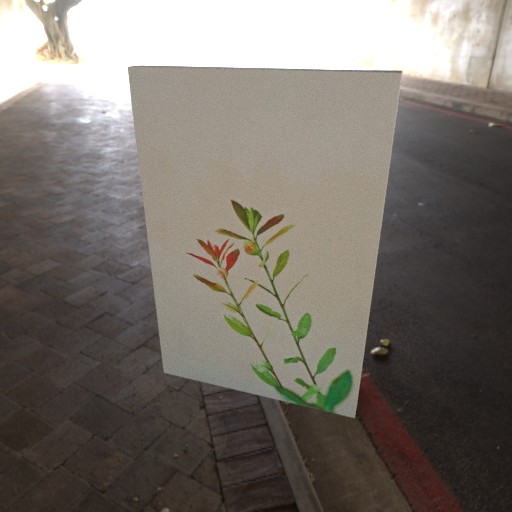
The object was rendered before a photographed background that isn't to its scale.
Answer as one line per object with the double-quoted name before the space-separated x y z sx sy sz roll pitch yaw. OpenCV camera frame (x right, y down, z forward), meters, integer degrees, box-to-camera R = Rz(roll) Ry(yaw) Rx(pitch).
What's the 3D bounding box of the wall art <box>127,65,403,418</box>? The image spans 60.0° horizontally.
"wall art" 0.000 0.000 0.782 0.408 0.611 0.038 8 28 16
